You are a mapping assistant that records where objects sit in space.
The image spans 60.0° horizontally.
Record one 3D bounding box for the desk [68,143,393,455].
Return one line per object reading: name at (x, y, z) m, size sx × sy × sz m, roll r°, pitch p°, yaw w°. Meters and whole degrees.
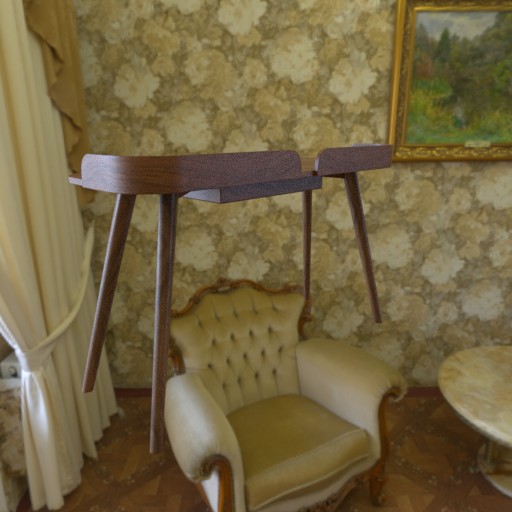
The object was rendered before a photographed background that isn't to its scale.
desk at (0.000, 0.000, 1.674) m, size 0.486 × 0.800 × 1.256 m, roll 15°, pitch 22°, yaw 43°
